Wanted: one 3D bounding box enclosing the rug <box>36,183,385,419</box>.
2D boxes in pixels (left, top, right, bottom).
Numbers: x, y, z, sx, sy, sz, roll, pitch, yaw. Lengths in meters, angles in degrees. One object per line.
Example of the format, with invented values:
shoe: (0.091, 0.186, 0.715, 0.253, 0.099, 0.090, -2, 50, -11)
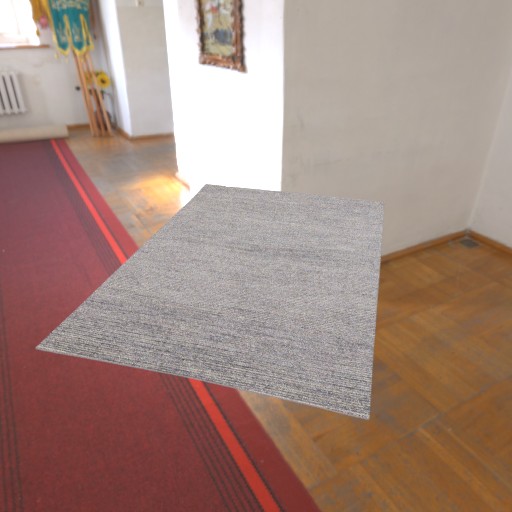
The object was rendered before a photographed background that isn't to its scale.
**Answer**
rug: (0.000, 0.000, 2.943, 1.604, 0.030, 2.307, 8, 31, 14)
